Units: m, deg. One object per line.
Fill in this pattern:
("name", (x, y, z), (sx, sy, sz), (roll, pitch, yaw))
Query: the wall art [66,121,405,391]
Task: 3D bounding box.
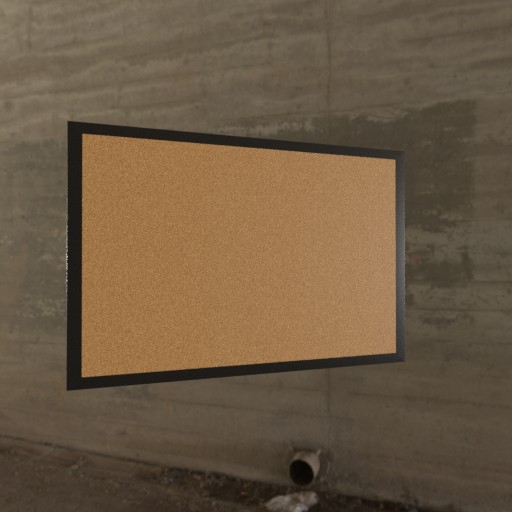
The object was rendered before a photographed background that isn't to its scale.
("wall art", (0.000, 0.000, 1.041), (0.819, 0.552, 0.015), (0, 0, -18))
